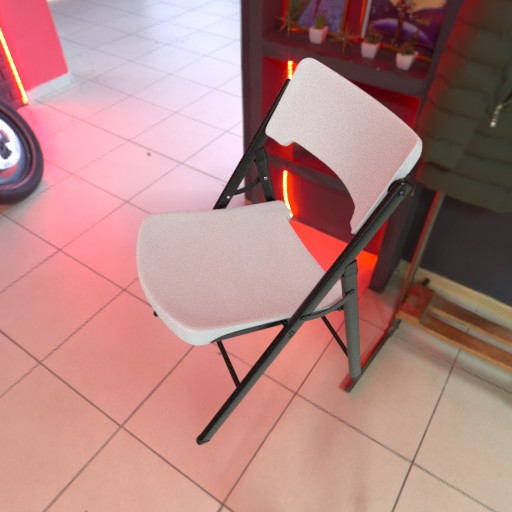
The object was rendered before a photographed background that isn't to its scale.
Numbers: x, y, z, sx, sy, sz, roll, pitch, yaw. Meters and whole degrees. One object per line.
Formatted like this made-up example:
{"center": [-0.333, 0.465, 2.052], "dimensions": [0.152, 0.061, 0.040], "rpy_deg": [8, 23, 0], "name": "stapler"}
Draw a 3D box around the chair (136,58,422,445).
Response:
{"center": [0.000, 0.000, 1.115], "dimensions": [0.577, 0.765, 0.482], "rpy_deg": [-17, 48, -16], "name": "chair"}
